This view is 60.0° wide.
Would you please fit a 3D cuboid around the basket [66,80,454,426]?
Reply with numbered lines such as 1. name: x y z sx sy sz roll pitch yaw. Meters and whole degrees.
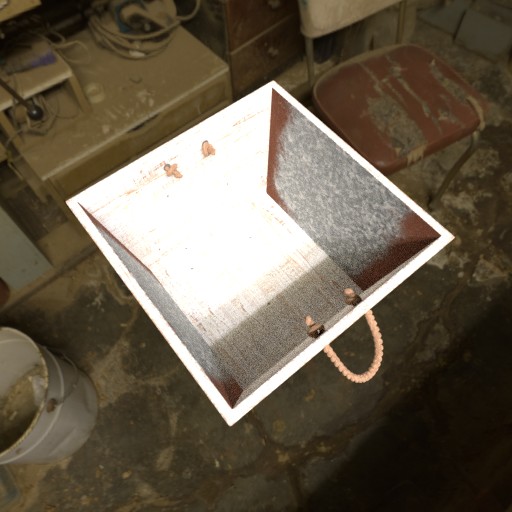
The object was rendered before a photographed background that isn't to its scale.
1. basket: 0.000 0.000 0.770 0.413 0.247 0.545 -36 68 -16
